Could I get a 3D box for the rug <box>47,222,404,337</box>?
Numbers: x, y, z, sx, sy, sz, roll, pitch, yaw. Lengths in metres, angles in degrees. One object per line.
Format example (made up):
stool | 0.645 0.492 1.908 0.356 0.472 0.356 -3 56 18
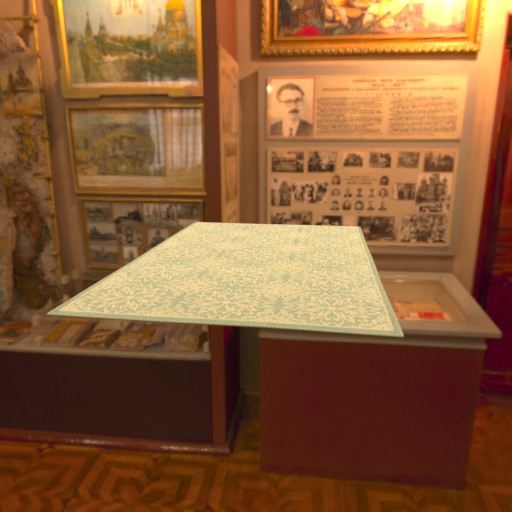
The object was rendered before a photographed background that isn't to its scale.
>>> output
rug | 0.000 0.000 3.515 1.819 0.018 2.746 2 15 8
